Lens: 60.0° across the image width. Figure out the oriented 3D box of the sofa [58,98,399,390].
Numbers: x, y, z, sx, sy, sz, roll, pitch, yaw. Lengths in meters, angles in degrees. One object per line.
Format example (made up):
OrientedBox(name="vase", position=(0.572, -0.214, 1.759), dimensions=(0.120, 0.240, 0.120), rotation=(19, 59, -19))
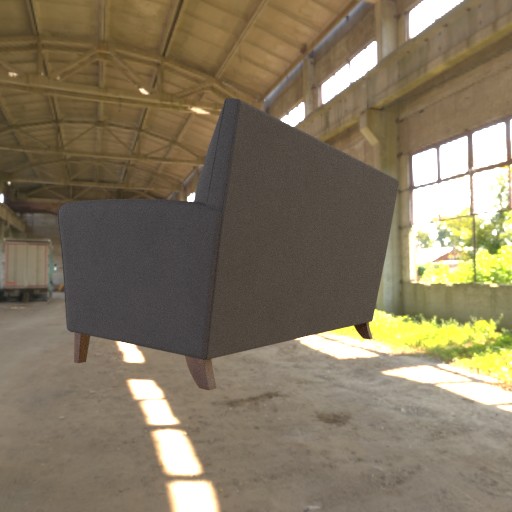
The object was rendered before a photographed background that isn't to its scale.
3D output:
OrientedBox(name="sofa", position=(0.000, 0.000, 2.012), dimensions=(0.871, 0.846, 1.420), rotation=(-2, -3, 36))
